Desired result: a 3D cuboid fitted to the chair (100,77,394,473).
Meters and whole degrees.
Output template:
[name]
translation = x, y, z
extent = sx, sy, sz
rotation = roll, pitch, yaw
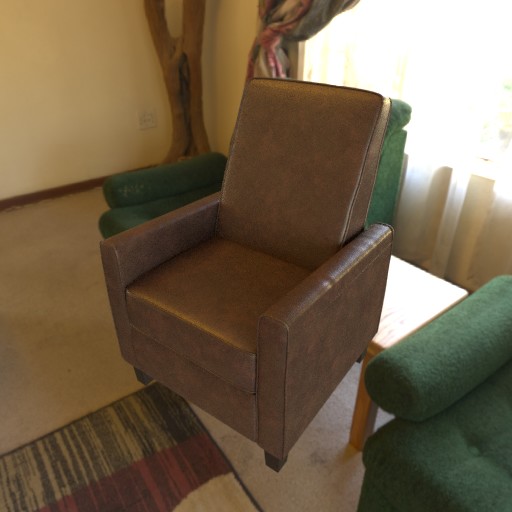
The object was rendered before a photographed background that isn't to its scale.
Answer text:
[chair]
translation = 0.000, 0.000, 1.482
extent = 0.705, 1.013, 0.746
rotation = 21, 37, 30
